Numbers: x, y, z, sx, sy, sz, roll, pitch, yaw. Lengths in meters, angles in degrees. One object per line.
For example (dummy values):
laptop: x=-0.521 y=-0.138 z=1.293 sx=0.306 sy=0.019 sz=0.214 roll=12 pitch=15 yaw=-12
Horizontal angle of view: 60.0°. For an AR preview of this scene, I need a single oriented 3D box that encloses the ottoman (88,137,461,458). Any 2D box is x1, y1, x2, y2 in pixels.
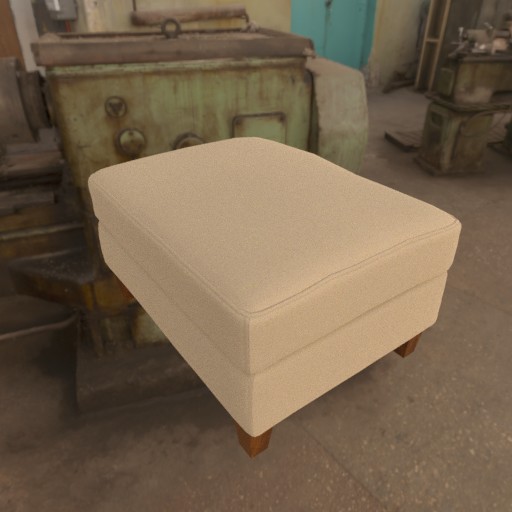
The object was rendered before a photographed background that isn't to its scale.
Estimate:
ottoman: x=0.000 y=0.000 z=1.235 sx=0.634 sy=0.485 sz=0.818 roll=-21 pitch=37 yaw=-30
